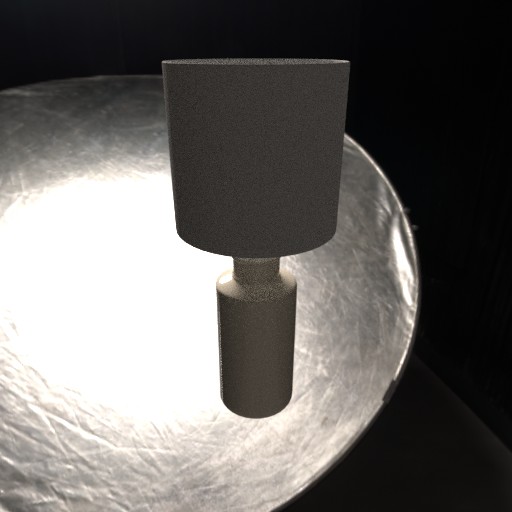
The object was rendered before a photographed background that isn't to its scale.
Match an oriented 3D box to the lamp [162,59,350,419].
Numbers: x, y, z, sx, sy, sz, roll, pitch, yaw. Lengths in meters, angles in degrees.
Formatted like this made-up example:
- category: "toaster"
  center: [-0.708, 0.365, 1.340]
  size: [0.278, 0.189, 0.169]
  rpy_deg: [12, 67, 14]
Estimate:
- category: "lamp"
  center: [0.000, 0.000, 0.612]
  size: [0.212, 0.493, 0.212]
  rpy_deg: [-8, 26, -16]
